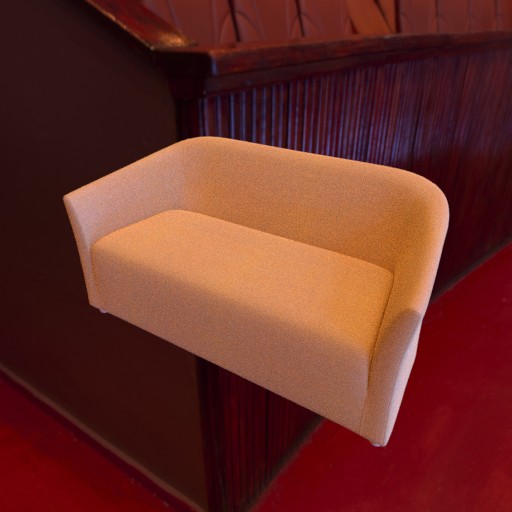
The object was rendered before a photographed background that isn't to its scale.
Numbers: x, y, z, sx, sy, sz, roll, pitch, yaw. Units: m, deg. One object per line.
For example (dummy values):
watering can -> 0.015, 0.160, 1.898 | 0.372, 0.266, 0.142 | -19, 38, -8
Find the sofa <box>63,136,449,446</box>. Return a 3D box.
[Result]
sofa -> 0.000, 0.000, 1.821 | 1.452, 0.721, 0.705 | 18, 34, 29
